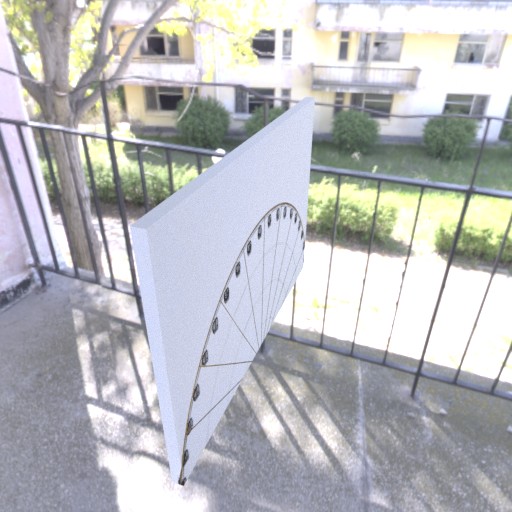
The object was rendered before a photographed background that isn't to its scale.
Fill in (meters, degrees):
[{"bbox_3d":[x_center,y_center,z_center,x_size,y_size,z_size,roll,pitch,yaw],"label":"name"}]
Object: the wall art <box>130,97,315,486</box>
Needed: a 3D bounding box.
[{"bbox_3d":[0.000,0.000,1.431,0.038,0.767,1.144,12,33,18],"label":"wall art"}]
